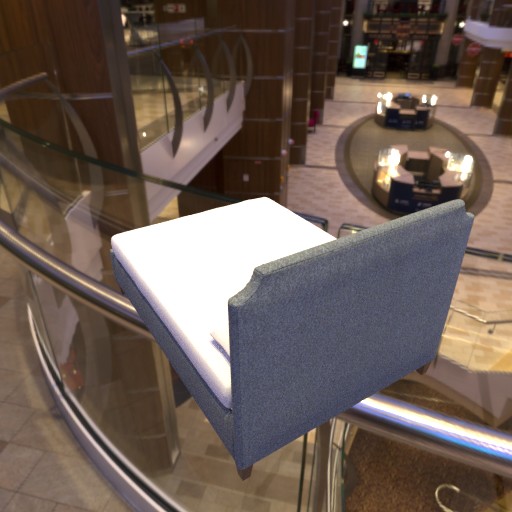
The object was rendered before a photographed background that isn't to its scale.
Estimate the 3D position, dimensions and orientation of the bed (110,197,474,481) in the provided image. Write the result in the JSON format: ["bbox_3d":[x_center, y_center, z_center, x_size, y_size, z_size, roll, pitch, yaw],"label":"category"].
[{"bbox_3d":[0.000,0.000,3.441,1.712,1.443,2.372,-18,35,-28],"label":"bed"}]
